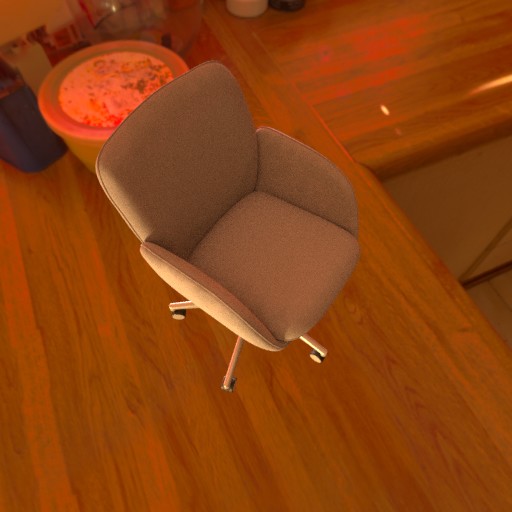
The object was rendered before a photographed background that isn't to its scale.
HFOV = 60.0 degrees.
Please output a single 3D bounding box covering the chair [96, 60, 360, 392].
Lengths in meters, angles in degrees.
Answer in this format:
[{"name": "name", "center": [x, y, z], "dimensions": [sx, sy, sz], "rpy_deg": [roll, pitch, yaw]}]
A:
[{"name": "chair", "center": [0.000, 0.000, 1.415], "dimensions": [0.654, 0.959, 0.648], "rpy_deg": [32, 64, 17]}]
